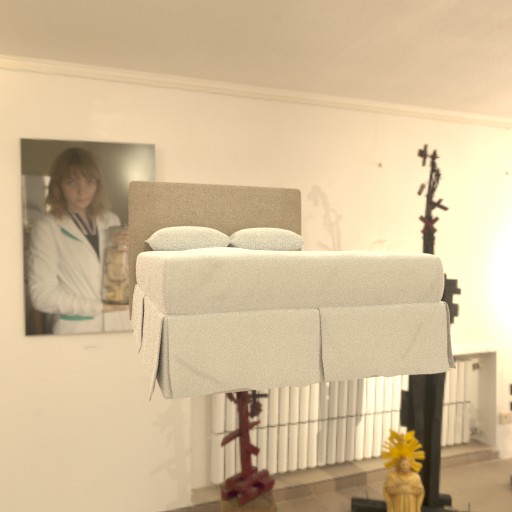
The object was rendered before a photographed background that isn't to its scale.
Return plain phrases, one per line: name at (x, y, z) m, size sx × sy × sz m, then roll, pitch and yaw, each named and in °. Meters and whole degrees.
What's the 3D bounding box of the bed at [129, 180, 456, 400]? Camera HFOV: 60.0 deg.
bed at (0.000, 0.000, 3.230) m, size 1.713 × 1.330 × 2.162 m, roll 0°, pitch 1°, yaw -19°
